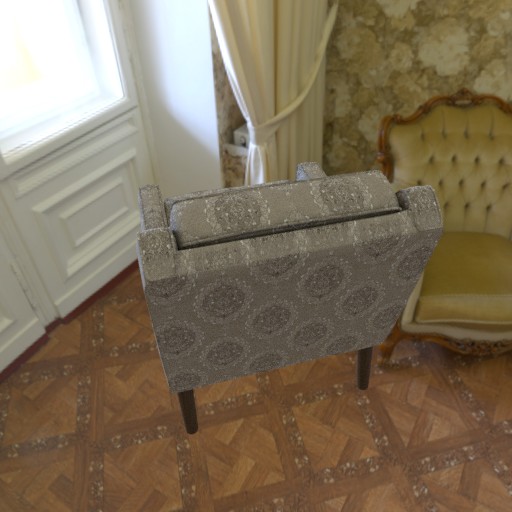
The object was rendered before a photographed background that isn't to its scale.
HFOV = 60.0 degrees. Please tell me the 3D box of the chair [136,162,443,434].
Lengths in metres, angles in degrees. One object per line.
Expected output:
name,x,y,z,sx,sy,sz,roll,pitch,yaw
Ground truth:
chair,0.000,0.000,1.377,0.665,0.797,0.750,-10,42,-12
